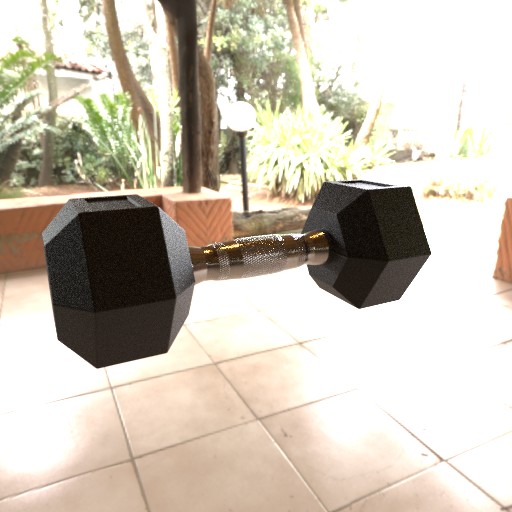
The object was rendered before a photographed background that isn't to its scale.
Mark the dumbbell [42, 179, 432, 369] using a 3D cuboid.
[{"bbox_3d":[0.000,0.000,0.348,0.297,0.101,0.116,-8,18,-26],"label":"dumbbell"}]
